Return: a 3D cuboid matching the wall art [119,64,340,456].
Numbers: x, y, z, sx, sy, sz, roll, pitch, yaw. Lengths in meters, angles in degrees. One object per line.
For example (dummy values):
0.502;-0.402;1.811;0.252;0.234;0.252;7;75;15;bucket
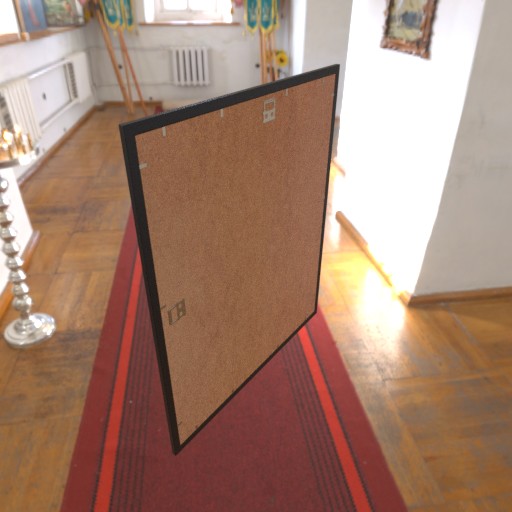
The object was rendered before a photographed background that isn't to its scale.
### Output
0.000;0.000;0.906;0.018;0.660;0.559;22;38;30;wall art
